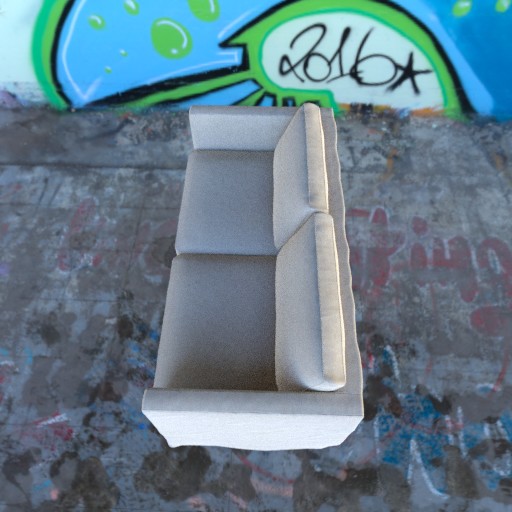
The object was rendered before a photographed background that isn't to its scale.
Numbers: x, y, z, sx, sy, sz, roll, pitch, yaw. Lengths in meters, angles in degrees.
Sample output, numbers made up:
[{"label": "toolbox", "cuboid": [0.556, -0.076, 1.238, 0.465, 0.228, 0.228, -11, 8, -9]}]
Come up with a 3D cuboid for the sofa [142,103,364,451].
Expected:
[{"label": "sofa", "cuboid": [0.000, 0.000, 2.570, 0.962, 0.835, 1.959, 1, 57, 1]}]
